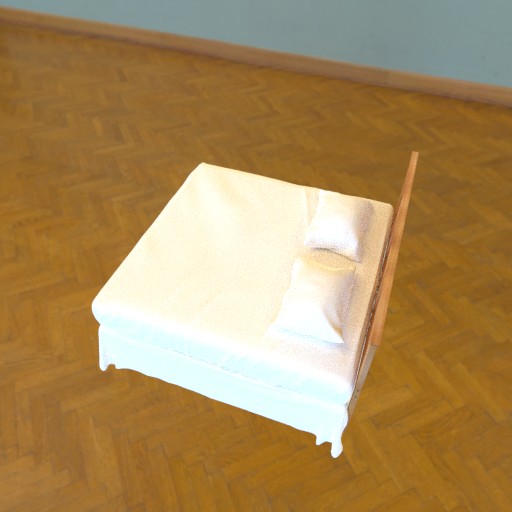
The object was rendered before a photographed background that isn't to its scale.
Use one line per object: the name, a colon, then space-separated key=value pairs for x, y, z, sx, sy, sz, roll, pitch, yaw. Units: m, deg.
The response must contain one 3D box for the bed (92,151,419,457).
bed: x=0.000 y=0.000 z=3.764 sx=2.215 sy=1.270 sz=2.317 roll=15 pitch=48 yaw=14
